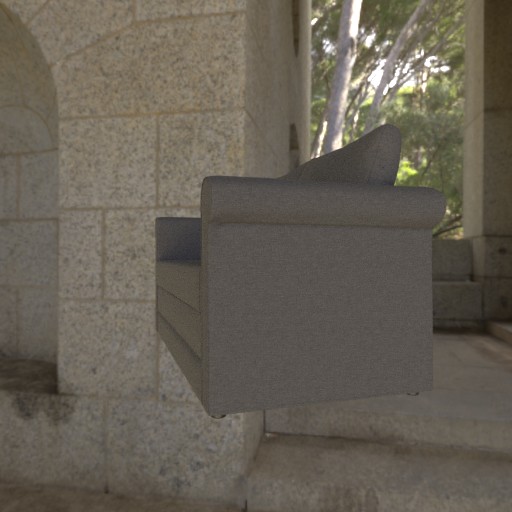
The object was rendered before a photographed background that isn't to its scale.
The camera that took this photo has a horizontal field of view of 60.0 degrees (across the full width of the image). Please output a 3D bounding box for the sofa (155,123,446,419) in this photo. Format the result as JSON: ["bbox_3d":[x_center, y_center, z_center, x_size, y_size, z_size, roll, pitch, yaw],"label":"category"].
[{"bbox_3d":[0.000,0.000,1.923,0.741,0.872,1.460,0,0,-18],"label":"sofa"}]
